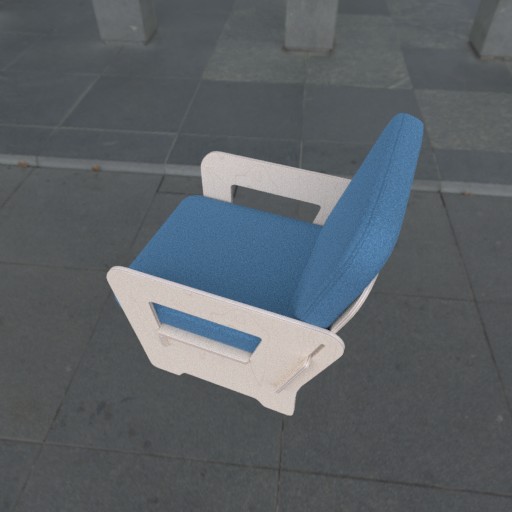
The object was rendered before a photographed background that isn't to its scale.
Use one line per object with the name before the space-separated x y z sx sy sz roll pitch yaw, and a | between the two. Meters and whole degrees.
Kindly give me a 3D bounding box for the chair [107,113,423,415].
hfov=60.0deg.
chair | 0.000 0.000 1.187 0.657 0.747 0.547 15 47 15
